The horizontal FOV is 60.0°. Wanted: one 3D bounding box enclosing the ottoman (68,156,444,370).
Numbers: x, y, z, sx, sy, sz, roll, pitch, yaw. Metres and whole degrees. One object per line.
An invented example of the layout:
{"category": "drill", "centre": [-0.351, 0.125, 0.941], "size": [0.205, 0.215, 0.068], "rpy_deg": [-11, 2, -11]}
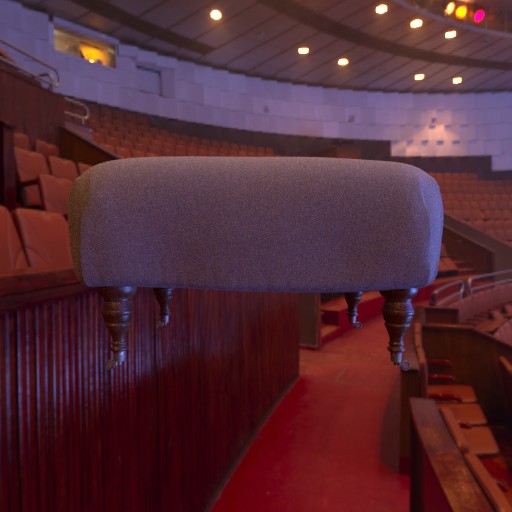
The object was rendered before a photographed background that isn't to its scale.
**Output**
{"category": "ottoman", "centre": [0.000, 0.000, 1.124], "size": [0.747, 0.450, 0.622], "rpy_deg": [0, 2, 1]}
